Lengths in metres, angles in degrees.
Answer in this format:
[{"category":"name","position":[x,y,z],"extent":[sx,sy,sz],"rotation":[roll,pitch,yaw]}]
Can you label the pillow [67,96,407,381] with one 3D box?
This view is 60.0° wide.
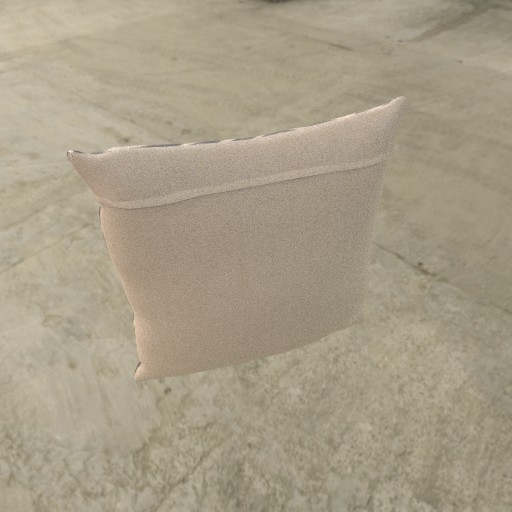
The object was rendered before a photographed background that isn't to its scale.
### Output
[{"category":"pillow","position":[0.000,0.000,0.675],"extent":[0.440,0.441,0.182],"rotation":[-13,43,-14]}]
